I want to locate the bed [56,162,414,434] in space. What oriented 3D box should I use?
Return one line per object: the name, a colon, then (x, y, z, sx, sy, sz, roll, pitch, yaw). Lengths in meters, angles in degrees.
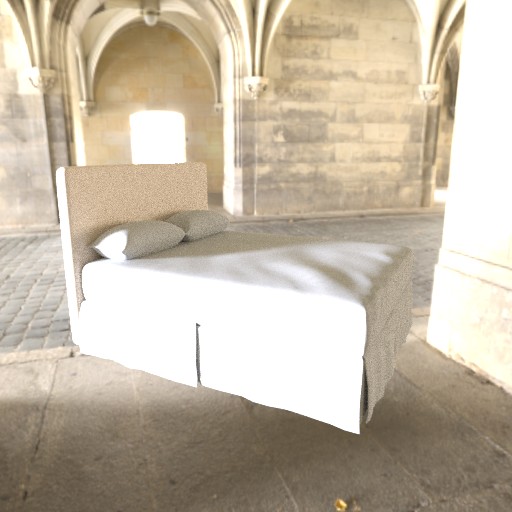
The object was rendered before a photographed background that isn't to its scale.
bed: (0.000, 0.000, 3.304, 2.142, 1.330, 1.748, 7, 15, 26)
